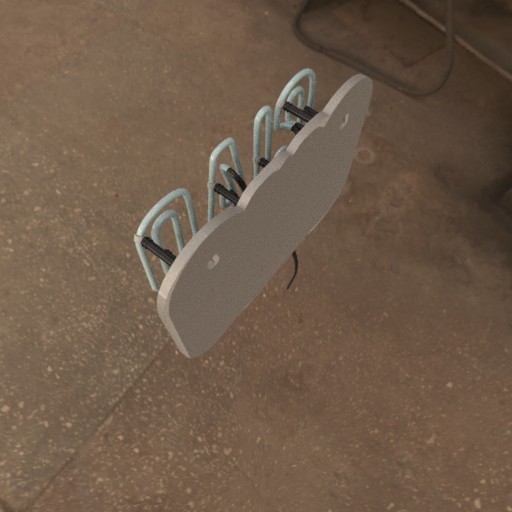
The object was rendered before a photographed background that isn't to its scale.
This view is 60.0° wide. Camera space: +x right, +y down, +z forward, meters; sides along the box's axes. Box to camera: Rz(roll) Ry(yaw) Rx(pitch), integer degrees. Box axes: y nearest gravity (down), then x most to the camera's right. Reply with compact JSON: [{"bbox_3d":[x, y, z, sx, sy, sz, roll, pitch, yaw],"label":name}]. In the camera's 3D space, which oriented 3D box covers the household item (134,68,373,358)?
[{"bbox_3d":[0.000,0.000,0.382,0.042,0.294,0.211,35,68,17],"label":"household item"}]
